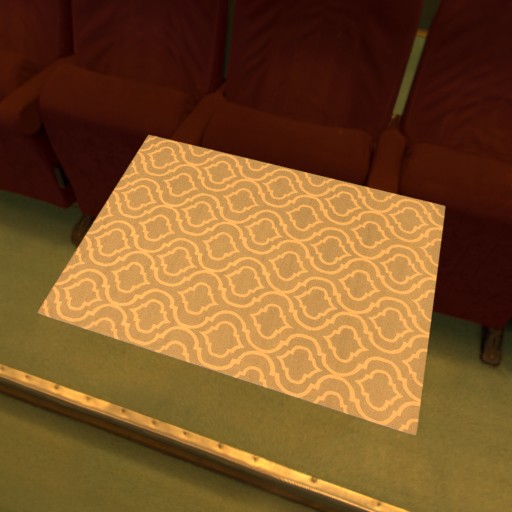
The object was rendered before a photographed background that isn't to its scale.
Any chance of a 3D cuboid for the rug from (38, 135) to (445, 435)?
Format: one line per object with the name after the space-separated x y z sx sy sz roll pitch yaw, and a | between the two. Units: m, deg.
0.000 0.000 2.645 2.080 0.010 1.451 15 60 9 | rug
